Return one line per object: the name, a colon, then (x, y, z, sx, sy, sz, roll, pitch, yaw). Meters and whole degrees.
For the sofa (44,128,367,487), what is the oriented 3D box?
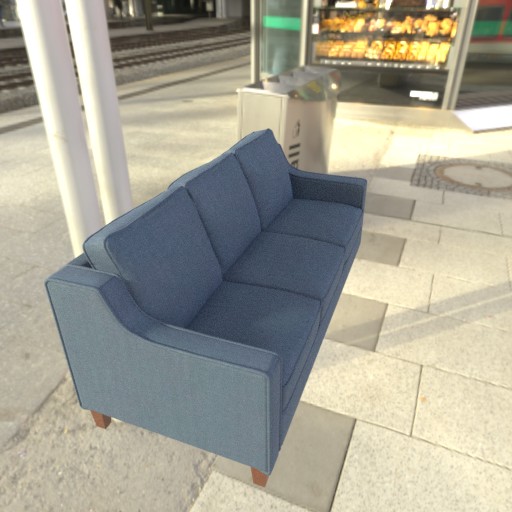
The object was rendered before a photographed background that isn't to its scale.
sofa: (0.000, 0.000, 2.445, 0.911, 0.974, 1.986, 11, 31, 18)
